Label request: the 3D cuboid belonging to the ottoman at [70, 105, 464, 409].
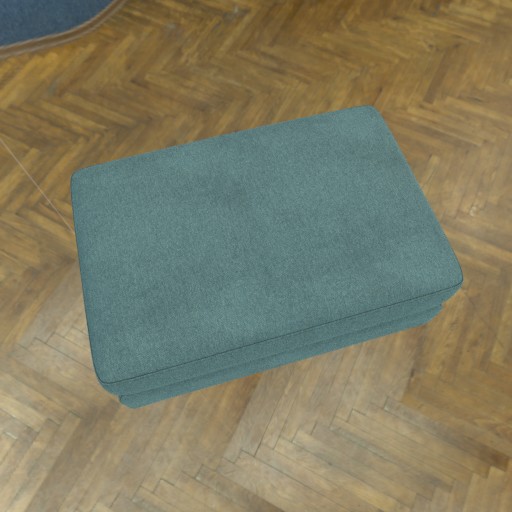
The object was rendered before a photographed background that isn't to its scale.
[{"bbox_3d":[0.000,0.000,1.224,0.864,0.483,0.584,-15,66,-7],"label":"ottoman"}]
